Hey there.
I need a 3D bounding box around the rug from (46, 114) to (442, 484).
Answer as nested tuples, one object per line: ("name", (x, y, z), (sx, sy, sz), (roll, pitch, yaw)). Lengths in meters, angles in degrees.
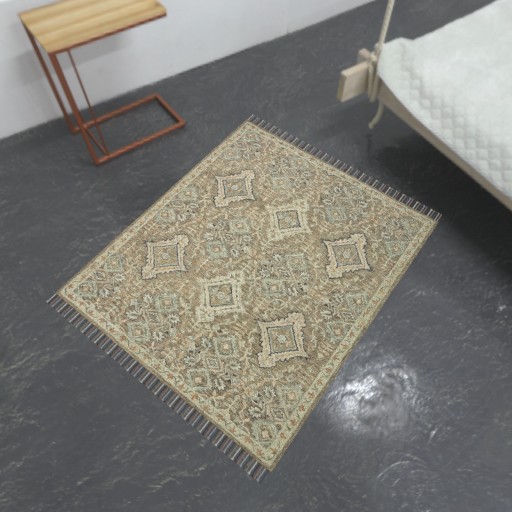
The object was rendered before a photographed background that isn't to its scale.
("rug", (0.000, 0.000, 4.241), (2.437, 0.010, 3.056), (33, 64, 18))
